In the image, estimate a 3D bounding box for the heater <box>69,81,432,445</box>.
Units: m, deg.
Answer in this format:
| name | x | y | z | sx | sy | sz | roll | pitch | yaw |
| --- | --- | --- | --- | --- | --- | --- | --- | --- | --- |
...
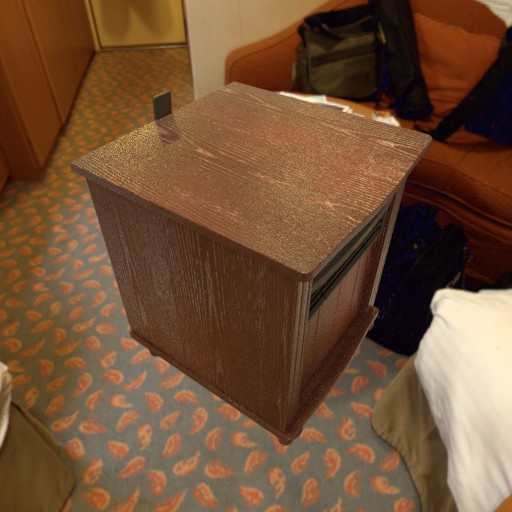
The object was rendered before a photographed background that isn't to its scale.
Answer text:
| name | x | y | z | sx | sy | sz | roll | pitch | yaw |
| --- | --- | --- | --- | --- | --- | --- | --- | --- | --- |
| heater | 0.000 | 0.000 | 0.763 | 0.400 | 0.481 | 0.362 | 26 | 48 | 26 |
